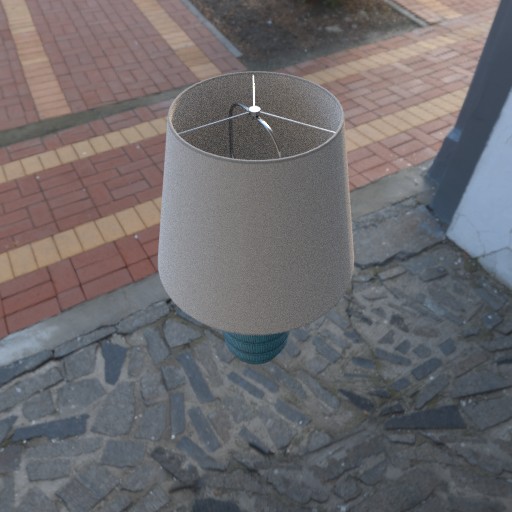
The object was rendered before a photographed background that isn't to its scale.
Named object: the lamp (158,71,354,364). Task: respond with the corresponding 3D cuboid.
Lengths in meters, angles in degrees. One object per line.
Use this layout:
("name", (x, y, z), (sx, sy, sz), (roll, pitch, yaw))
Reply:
("lamp", (0.000, 0.000, 0.817), (0.355, 0.582, 0.355), (0, 47, 0))
